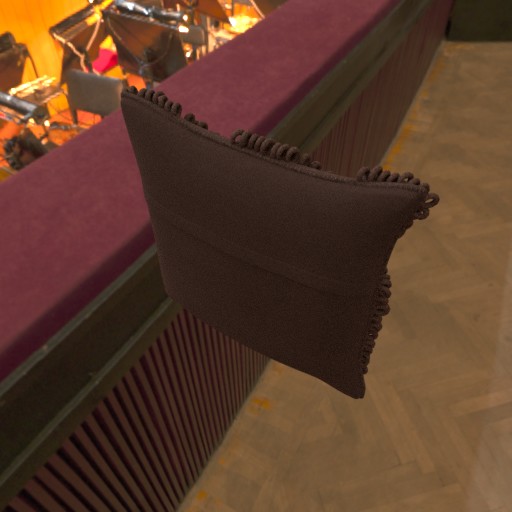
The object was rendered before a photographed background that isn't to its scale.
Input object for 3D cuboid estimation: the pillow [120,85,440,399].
[{"bbox_3d":[0.000,0.000,0.724,0.470,0.467,0.172,25,51,22],"label":"pillow"}]
